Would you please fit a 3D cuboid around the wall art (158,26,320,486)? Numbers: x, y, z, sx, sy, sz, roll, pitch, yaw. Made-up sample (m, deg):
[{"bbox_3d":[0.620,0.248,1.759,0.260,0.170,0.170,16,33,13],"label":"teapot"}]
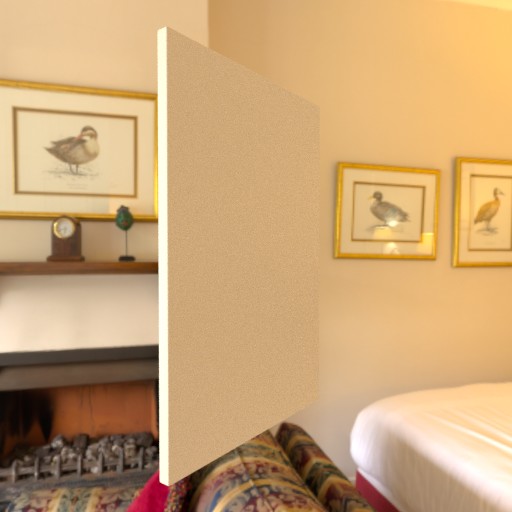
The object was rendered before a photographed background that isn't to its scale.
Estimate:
[{"bbox_3d":[0.000,0.000,1.471,0.038,1.183,0.808,1,2,37],"label":"wall art"}]
